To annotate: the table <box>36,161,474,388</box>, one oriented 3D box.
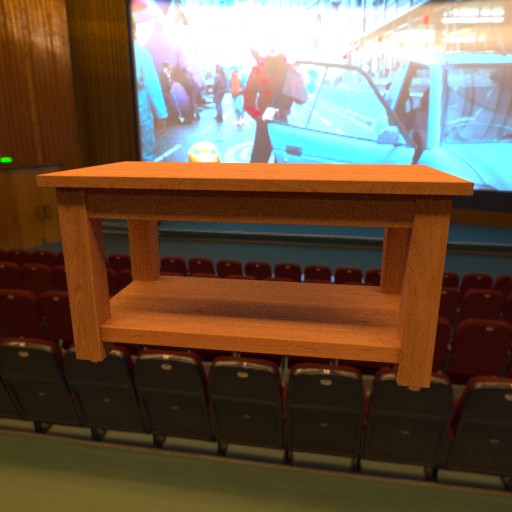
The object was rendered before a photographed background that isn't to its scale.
[{"bbox_3d":[0.000,0.000,1.173,0.899,0.452,0.450,2,16,8],"label":"table"}]
